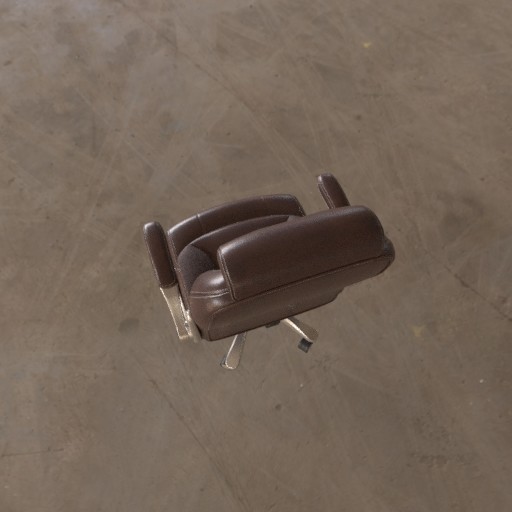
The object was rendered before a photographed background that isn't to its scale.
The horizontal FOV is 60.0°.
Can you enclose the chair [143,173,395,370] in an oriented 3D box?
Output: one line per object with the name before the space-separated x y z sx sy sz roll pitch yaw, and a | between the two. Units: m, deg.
chair | 0.000 0.000 1.642 0.733 1.160 0.774 -17 60 -10
